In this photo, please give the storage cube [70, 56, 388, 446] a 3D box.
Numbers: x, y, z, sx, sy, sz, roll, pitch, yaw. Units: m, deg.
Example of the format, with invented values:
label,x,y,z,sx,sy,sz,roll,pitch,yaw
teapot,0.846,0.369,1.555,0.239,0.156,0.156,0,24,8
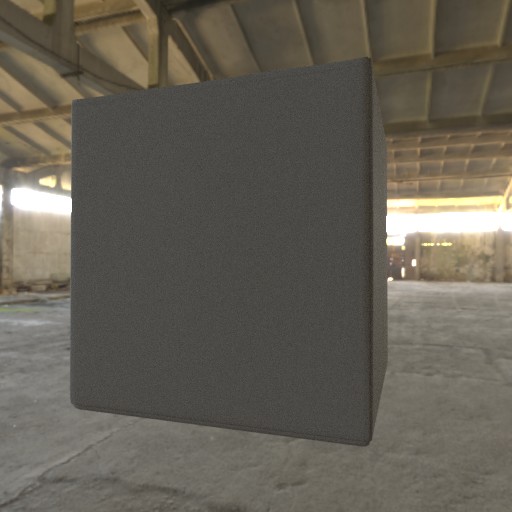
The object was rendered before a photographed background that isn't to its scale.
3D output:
label,x,y,z,sx,sy,sz,roll,pitch,yaw
storage cube,0.000,0.000,0.482,0.270,0.280,0.270,0,-1,19
